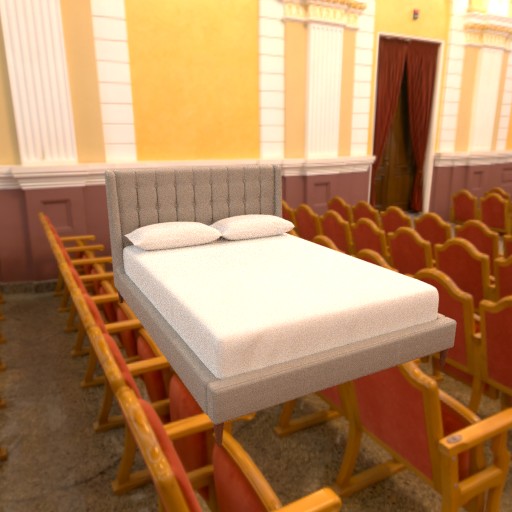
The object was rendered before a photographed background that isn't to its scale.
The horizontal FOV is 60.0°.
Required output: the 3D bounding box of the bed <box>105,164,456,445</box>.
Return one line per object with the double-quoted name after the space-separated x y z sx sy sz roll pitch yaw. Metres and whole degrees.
0.000 0.000 3.248 1.656 1.147 2.232 -8 17 -27 "bed"
